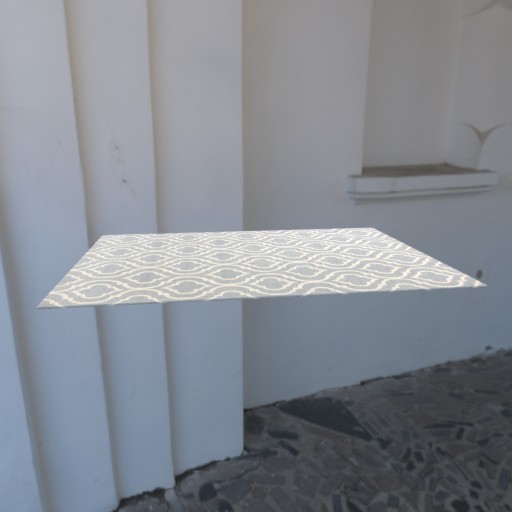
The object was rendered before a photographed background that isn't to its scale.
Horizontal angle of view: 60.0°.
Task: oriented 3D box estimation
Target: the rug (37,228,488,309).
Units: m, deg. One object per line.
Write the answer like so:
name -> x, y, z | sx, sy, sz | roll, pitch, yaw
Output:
rug -> 0.000, 0.000, 2.708 | 2.080, 0.010, 1.451 | -2, 15, -8
